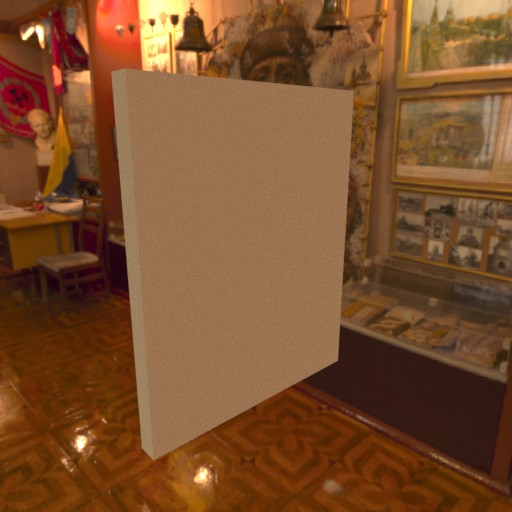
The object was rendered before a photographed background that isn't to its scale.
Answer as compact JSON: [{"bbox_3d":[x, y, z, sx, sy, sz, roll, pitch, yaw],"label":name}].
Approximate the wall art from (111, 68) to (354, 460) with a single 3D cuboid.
[{"bbox_3d":[0.000,0.000,0.757,0.451,0.553,0.039,-14,21,-40],"label":"wall art"}]
